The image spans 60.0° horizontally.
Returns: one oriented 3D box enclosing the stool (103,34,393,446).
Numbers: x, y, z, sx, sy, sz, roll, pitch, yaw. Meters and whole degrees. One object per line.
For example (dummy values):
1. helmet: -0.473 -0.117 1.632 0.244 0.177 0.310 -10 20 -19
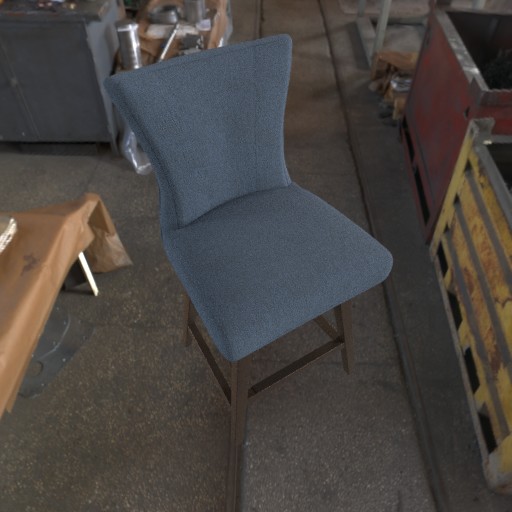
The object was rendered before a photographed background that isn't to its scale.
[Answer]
1. stool: 0.000 0.000 1.291 0.514 1.000 0.574 -24 51 -21
